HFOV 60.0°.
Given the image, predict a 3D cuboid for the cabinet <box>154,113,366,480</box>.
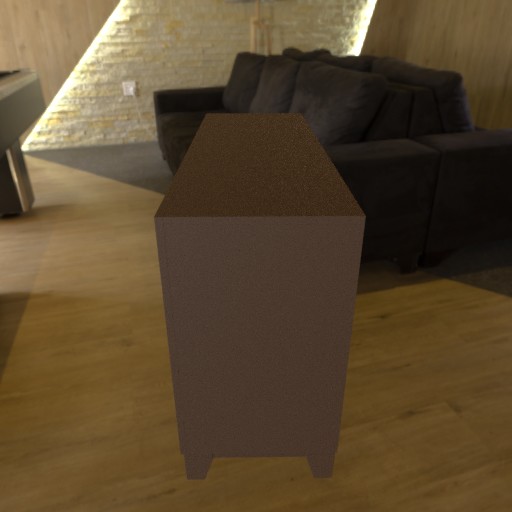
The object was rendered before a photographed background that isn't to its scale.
[{"bbox_3d":[0.000,0.000,1.836,0.482,0.914,1.396,0,27,-1],"label":"cabinet"}]
